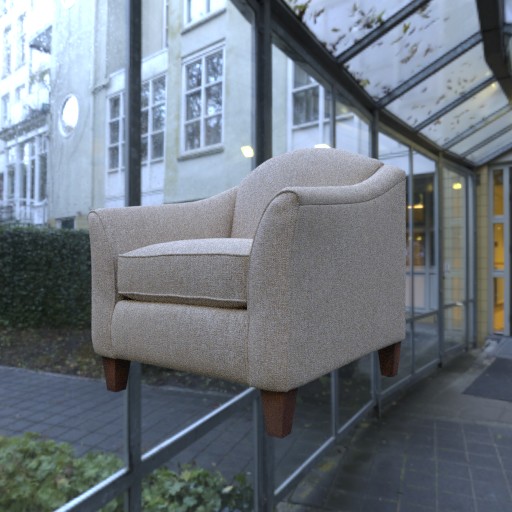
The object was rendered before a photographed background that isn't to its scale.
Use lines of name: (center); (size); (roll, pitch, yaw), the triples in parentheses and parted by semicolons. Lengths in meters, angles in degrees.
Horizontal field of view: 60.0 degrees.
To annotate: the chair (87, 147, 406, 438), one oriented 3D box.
chair: (0.000, 0.000, 1.461); (0.763, 0.839, 0.787); (0, -1, 36)
